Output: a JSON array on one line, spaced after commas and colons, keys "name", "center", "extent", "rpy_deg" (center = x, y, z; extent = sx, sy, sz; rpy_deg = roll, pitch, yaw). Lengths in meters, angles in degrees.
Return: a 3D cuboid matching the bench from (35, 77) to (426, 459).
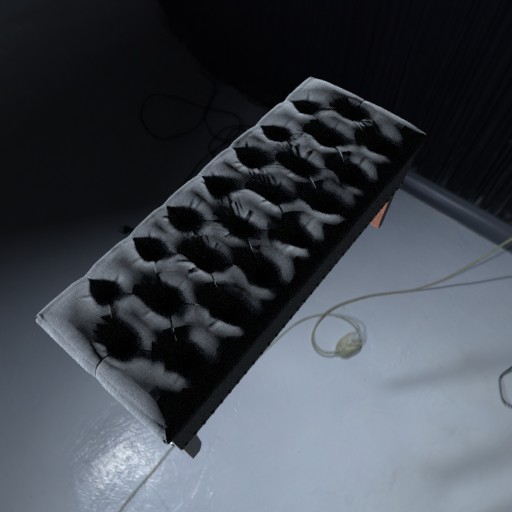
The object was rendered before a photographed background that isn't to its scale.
[{"name": "bench", "center": [0.000, 0.000, 1.284], "extent": [0.417, 0.470, 1.052], "rpy_deg": [35, 65, 19]}]
